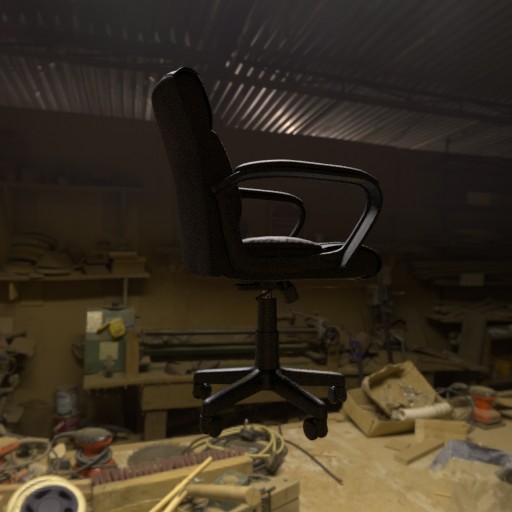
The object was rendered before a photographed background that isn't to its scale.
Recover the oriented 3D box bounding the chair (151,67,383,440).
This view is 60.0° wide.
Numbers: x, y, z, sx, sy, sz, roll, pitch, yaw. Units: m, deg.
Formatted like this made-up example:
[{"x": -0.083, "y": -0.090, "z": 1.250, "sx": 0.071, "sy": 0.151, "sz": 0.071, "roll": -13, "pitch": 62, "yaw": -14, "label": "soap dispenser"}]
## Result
[{"x": 0.000, "y": 0.000, "z": 1.398, "sx": 0.641, "sy": 0.998, "sz": 0.576, "roll": 0, "pitch": 0, "yaw": -18, "label": "chair"}]
